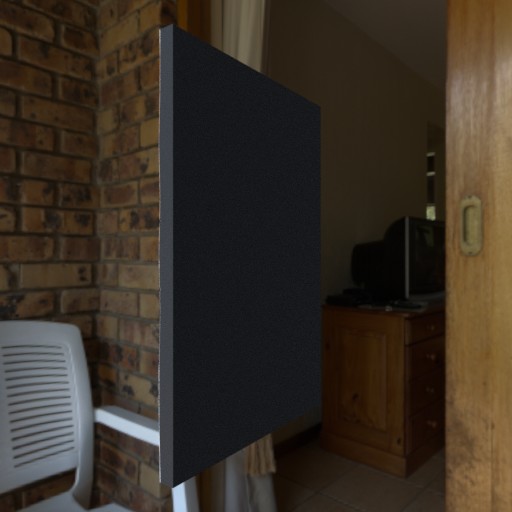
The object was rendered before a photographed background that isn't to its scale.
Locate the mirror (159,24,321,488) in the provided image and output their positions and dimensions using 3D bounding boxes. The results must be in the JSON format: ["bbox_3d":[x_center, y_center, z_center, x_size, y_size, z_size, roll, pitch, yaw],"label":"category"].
[{"bbox_3d":[0.000,0.000,1.126,0.044,0.912,0.606,0,0,37],"label":"mirror"}]
